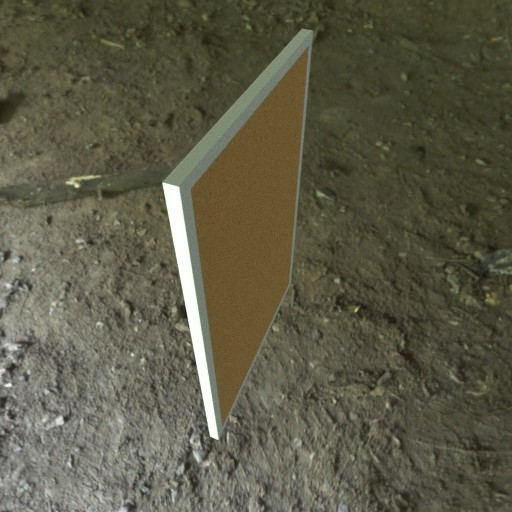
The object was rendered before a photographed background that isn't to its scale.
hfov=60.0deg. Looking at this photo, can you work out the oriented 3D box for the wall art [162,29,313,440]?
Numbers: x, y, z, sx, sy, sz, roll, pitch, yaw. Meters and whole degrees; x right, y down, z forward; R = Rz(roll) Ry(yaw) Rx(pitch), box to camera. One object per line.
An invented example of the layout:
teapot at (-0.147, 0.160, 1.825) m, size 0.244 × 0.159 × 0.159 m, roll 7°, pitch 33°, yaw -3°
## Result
wall art at (0.000, 0.000, 0.551) m, size 0.013 × 0.433 × 0.303 m, roll 16°, pitch 49°, yaw 15°
